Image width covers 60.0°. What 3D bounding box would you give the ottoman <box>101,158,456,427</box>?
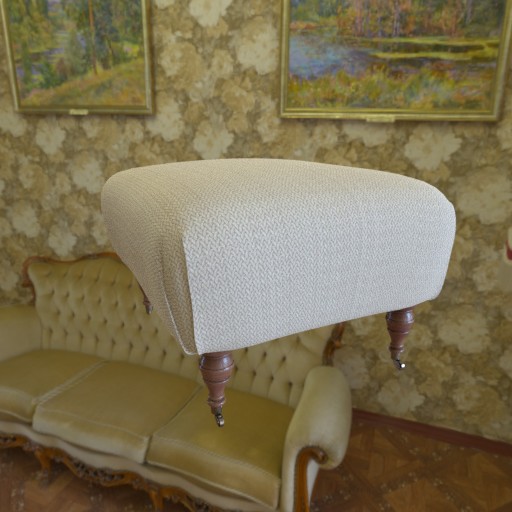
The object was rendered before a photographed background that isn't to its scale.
[{"bbox_3d":[0.000,0.000,1.067,0.622,0.447,0.684,-8,19,-25],"label":"ottoman"}]
